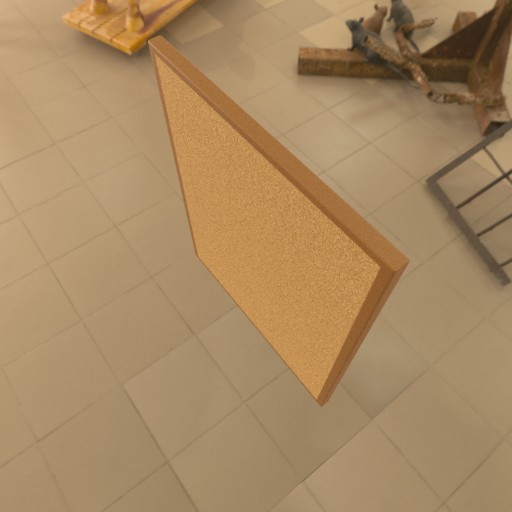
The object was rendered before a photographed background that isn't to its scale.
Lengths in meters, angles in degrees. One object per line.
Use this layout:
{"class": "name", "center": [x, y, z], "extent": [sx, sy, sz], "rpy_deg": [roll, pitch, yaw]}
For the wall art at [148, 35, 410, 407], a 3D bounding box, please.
{"class": "wall art", "center": [0.000, 0.000, 0.510], "extent": [0.015, 0.379, 0.310], "rpy_deg": [-33, 64, -19]}
